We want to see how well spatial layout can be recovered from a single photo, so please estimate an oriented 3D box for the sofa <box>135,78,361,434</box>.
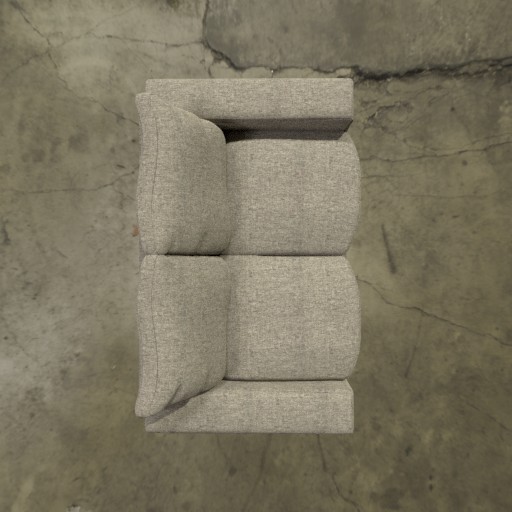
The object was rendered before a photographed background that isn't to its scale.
[{"bbox_3d":[0.000,0.000,2.281,1.094,0.877,1.758,0,90,1],"label":"sofa"}]
